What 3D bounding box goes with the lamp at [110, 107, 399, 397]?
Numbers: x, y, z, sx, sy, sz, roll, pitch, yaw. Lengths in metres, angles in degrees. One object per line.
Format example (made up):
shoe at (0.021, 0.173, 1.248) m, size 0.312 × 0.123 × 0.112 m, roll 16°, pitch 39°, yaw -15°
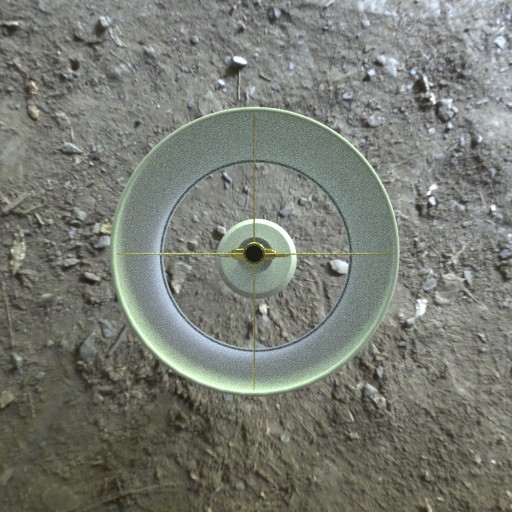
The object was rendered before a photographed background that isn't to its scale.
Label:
lamp at (0.000, 0.000, 0.725) m, size 0.301 × 0.533 × 0.301 m, roll 0°, pitch 89°, yaw 0°
